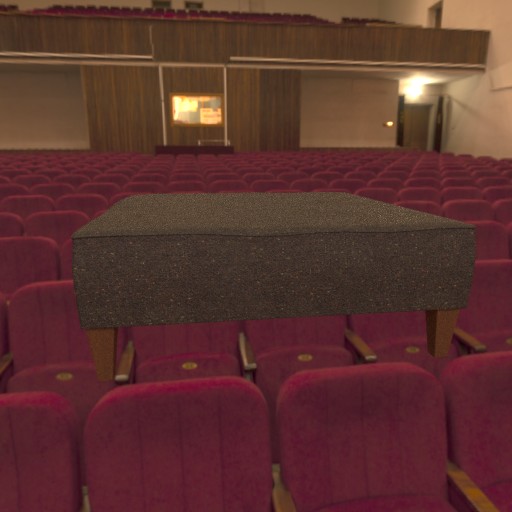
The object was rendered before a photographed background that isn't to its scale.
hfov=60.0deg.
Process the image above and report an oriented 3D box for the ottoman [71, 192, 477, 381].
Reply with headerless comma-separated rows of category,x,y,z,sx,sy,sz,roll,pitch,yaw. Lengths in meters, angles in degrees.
ottoman,0.000,0.000,1.538,0.968,0.382,1.004,-2,13,-8
